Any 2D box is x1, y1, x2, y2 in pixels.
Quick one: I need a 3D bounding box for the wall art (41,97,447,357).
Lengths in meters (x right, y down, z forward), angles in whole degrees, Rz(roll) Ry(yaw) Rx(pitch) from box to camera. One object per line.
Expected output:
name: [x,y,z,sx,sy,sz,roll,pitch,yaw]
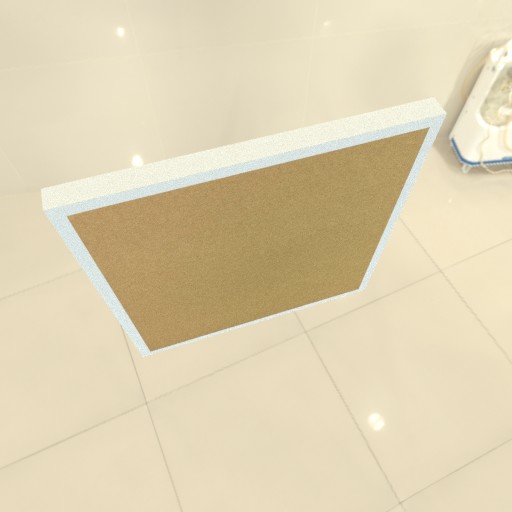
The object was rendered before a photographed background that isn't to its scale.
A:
wall art: [0.000,0.000,0.458,0.307,0.307,0.020,-15,60,-9]
